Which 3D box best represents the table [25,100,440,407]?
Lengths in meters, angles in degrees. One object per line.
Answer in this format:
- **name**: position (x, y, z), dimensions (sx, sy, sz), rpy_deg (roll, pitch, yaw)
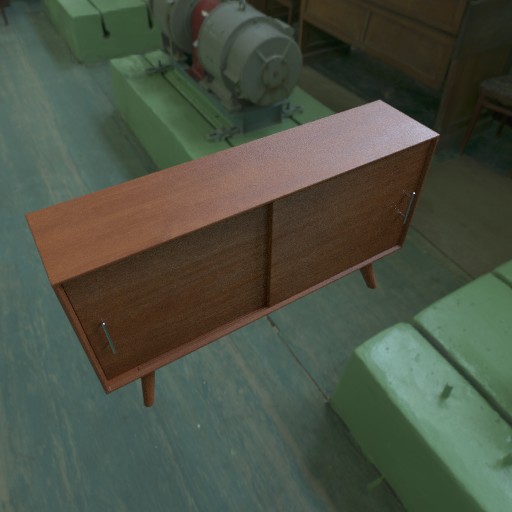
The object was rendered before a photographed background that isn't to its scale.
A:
- **table**: position (0.000, 0.000, 1.526), dimensions (1.220, 0.698, 0.308), rpy_deg (-23, 50, -21)
